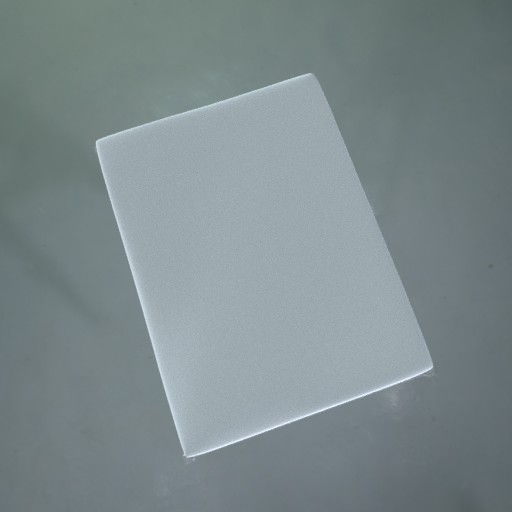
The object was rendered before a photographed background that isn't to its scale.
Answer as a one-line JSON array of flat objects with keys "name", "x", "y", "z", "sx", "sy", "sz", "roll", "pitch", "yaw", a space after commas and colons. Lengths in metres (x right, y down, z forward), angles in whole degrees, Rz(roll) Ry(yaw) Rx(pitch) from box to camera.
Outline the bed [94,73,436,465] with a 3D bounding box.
[{"name": "bed", "x": 0.000, "y": 0.000, "z": 2.845, "sx": 1.604, "sy": 0.510, "sz": 2.108, "roll": -18, "pitch": 79, "yaw": -4}]
